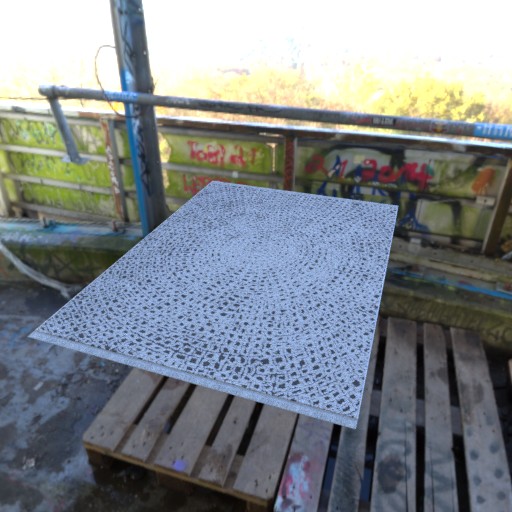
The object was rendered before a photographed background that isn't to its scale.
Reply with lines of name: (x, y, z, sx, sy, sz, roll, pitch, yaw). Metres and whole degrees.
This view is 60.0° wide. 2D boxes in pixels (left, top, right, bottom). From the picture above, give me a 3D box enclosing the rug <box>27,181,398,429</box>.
rug: (0.000, 0.000, 2.107, 1.190, 0.003, 1.634, 10, 32, 17)
